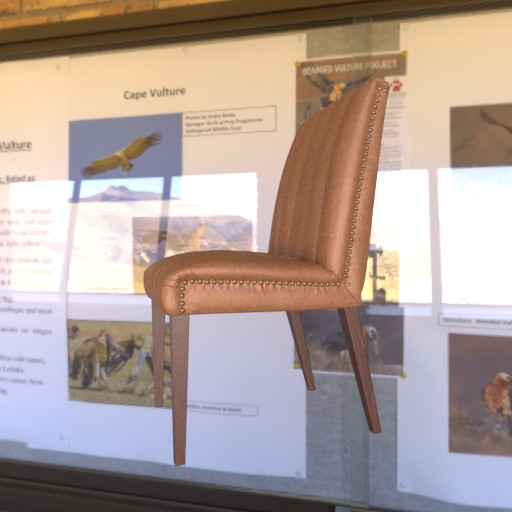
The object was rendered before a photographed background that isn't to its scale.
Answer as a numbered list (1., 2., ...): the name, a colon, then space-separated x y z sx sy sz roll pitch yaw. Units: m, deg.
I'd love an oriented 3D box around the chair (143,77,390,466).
1. chair: 0.000 0.000 1.373 0.647 1.016 0.511 0 1 -19
